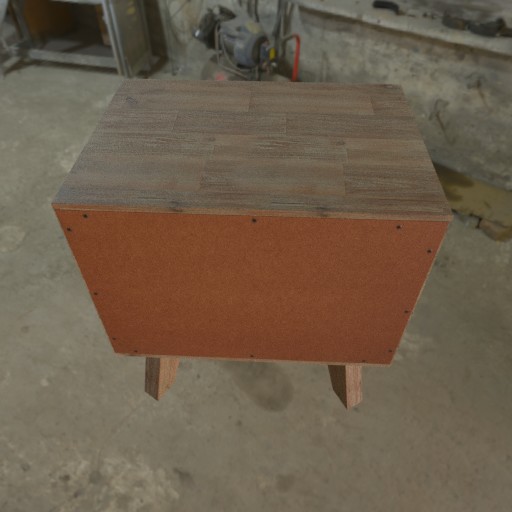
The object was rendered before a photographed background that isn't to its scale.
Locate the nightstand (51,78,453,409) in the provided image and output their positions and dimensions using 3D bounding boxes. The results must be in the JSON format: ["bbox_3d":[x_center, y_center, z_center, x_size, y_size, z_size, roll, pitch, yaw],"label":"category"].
[{"bbox_3d":[0.000,0.000,0.954,0.552,0.589,0.396,2,46,2],"label":"nightstand"}]
